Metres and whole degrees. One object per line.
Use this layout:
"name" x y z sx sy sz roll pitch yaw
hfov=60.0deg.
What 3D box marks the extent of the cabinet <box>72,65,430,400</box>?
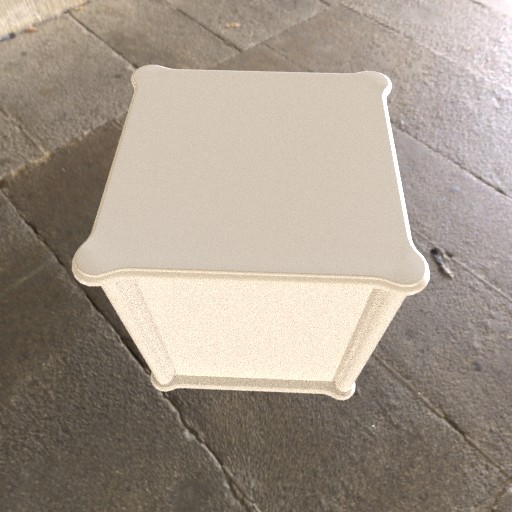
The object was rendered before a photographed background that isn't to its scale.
"cabinet" 0.000 0.000 1.232 0.627 0.761 0.628 2 57 1
